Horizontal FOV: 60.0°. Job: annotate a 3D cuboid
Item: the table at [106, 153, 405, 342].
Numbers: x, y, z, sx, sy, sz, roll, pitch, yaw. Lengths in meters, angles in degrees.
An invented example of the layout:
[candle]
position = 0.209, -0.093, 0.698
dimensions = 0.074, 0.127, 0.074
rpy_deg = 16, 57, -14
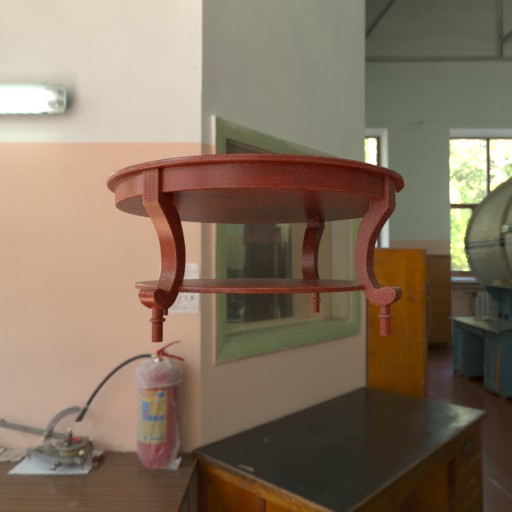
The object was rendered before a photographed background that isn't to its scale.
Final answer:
[table]
position = 0.000, 0.000, 1.599
dimensions = 1.029, 0.486, 1.029
rpy_deg = 0, -1, 0
